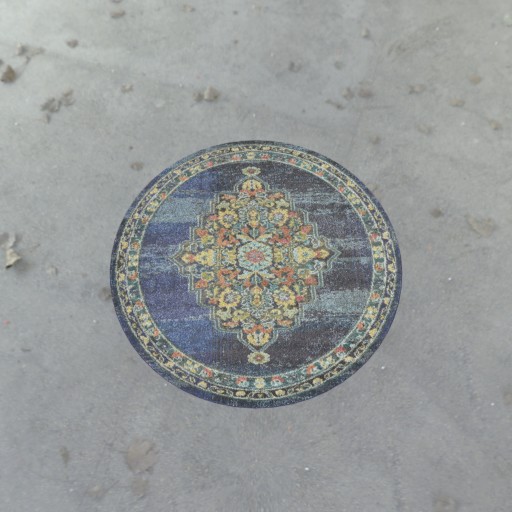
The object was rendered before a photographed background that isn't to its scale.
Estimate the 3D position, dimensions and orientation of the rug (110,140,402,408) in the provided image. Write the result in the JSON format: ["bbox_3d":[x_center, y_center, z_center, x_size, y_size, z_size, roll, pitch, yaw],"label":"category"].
[{"bbox_3d":[0.000,0.000,3.648,2.386,0.014,2.386,0,65,0],"label":"rug"}]
